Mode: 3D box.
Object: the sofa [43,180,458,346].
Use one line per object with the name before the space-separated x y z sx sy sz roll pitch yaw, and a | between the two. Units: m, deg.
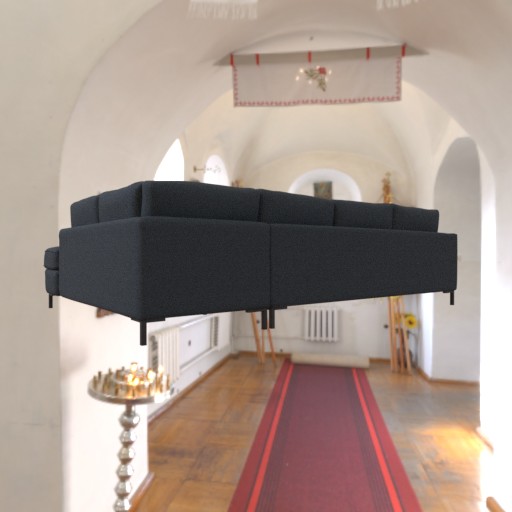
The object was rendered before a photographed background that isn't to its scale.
sofa | 0.000 0.000 3.783 2.975 0.858 1.984 0 0 -37
